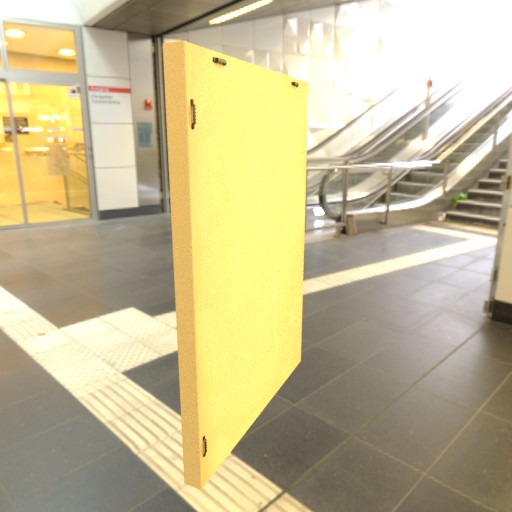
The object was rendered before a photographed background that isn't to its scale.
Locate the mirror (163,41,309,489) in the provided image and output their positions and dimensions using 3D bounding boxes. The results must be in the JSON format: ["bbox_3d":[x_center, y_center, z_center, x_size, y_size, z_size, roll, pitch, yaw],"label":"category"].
[{"bbox_3d":[0.000,0.000,0.901,0.040,0.710,0.507,7,16,24],"label":"mirror"}]
